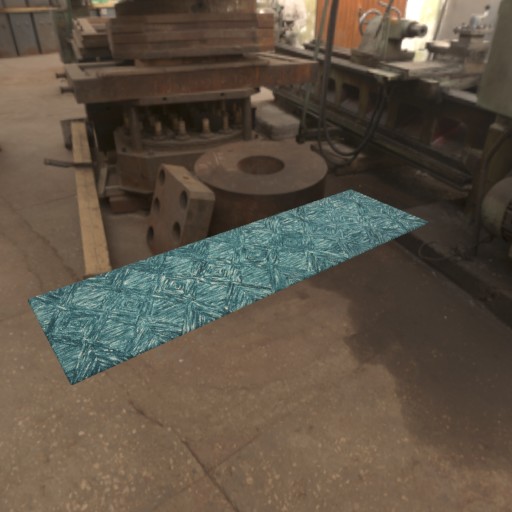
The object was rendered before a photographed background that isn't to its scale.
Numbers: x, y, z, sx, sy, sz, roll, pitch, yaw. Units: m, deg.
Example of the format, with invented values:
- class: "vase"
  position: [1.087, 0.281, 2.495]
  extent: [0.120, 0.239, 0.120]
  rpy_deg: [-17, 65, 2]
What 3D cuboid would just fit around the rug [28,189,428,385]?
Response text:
- class: "rug"
  position: [0.000, 0.000, 2.522]
  extent: [2.286, 0.016, 0.676]
  rpy_deg: [-21, 37, -31]
